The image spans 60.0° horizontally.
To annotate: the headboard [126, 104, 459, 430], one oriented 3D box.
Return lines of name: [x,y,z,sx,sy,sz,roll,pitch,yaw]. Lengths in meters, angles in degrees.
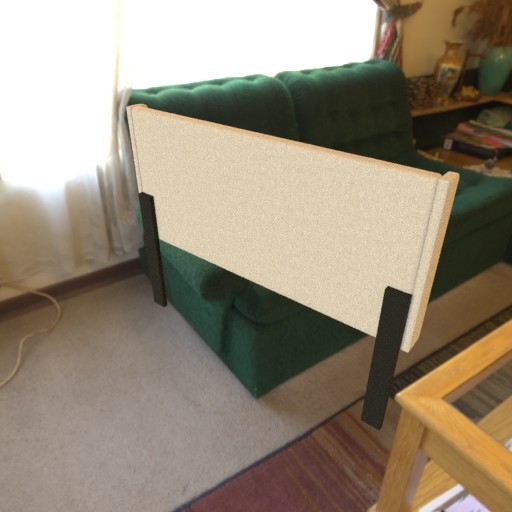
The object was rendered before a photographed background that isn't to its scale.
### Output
headboard: [0.000,0.000,2.735,2.051,1.524,0.184,22,38,32]
